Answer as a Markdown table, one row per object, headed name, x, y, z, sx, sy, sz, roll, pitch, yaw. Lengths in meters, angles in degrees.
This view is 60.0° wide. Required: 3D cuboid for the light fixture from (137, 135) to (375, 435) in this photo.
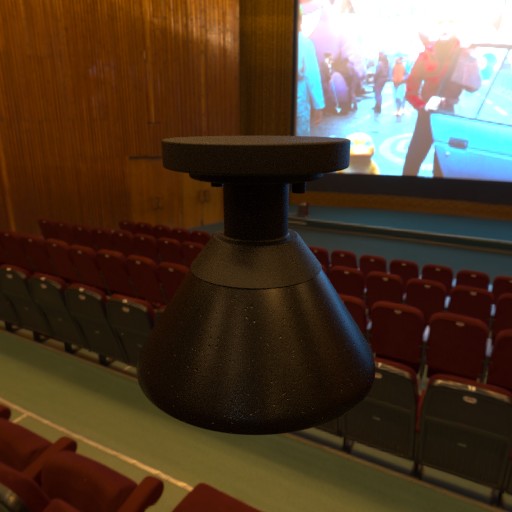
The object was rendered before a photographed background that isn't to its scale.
| name | x | y | z | sx | sy | sz | roll | pitch | yaw |
| --- | --- | --- | --- | --- | --- | --- | --- | --- | --- |
| light fixture | 0.000 | 0.000 | 0.358 | 0.200 | 0.183 | 0.200 | 0 | 17 | 0 |
